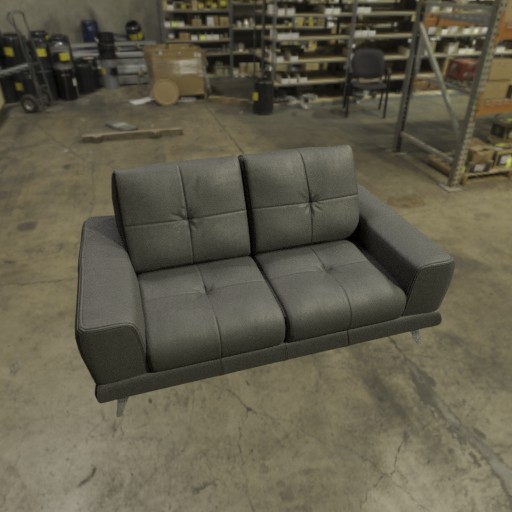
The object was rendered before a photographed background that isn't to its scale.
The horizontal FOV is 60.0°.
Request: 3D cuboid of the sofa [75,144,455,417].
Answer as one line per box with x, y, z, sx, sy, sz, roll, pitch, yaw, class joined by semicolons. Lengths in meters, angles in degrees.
0.000;0.000;2.380;1.806;0.907;1.018;-9;34;-14;sofa
